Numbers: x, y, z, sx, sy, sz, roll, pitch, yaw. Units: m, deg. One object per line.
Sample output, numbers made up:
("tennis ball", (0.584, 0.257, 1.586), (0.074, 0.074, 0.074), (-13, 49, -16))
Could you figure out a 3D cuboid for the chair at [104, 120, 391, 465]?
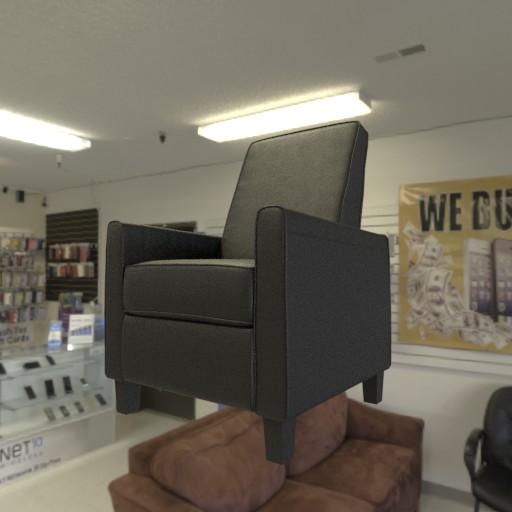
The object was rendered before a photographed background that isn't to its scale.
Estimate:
("chair", (0.000, 0.000, 1.514), (0.705, 1.013, 0.746), (-1, -1, 37))
